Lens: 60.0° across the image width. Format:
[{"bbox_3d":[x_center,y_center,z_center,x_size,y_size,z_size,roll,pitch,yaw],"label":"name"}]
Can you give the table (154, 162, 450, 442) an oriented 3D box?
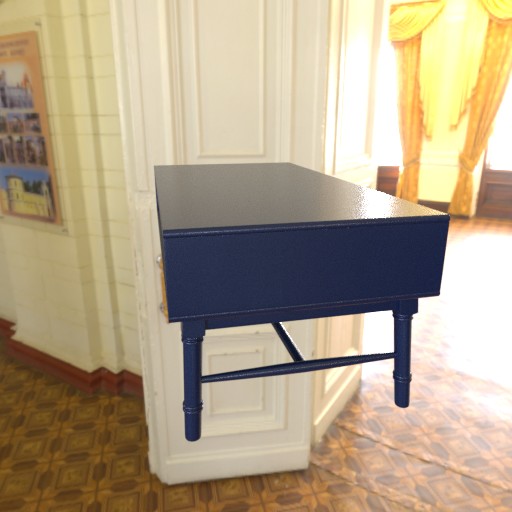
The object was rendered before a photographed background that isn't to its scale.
[{"bbox_3d":[0.000,0.000,1.369,0.572,0.457,1.067,-4,18,-13],"label":"table"}]
